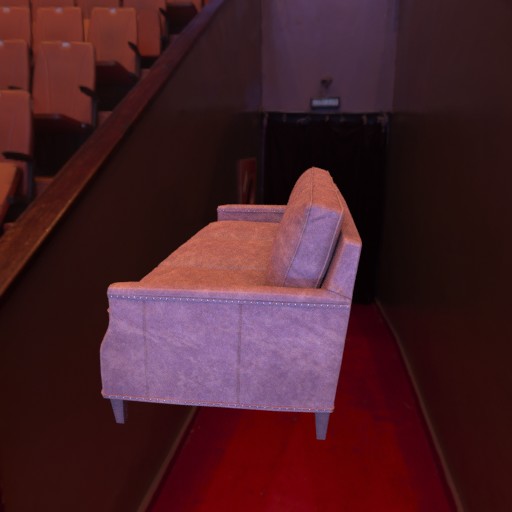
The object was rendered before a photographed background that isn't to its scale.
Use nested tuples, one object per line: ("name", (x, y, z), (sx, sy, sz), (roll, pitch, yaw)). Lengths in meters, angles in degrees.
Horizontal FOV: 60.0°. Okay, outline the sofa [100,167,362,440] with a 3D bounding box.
("sofa", (0.000, 0.000, 2.816), (1.084, 1.003, 2.246), (2, 15, 7))
